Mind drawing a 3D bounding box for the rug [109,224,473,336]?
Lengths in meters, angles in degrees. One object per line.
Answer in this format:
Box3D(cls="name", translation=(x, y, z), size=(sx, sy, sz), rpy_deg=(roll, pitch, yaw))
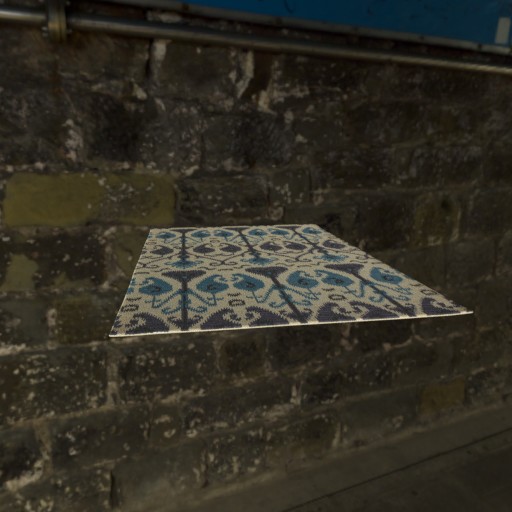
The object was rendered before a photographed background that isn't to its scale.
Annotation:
Box3D(cls="rug", translation=(0.000, 0.000, 2.077), size=(1.072, 0.013, 1.698), rpy_deg=(-2, 13, -9))
